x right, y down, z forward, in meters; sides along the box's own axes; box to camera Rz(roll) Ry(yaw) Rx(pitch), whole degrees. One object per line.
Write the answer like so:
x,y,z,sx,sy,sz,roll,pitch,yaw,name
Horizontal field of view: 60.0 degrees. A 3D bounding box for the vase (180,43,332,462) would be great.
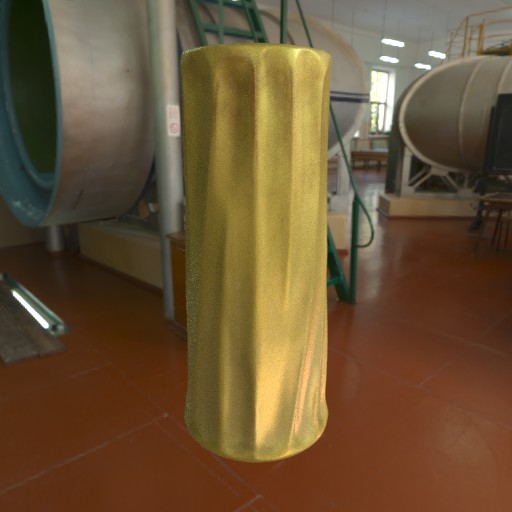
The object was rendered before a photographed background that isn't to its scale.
0.000,0.000,0.172,0.061,0.143,0.061,0,16,0,vase
